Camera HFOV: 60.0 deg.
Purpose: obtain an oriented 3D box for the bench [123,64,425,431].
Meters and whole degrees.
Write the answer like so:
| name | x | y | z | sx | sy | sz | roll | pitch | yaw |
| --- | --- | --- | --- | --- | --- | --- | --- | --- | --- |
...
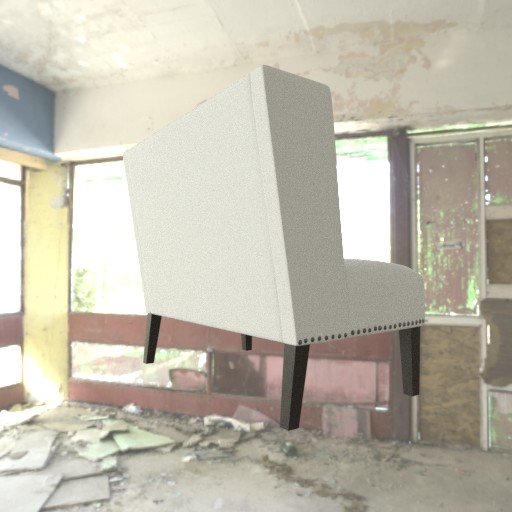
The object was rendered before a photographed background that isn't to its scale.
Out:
| name | x | y | z | sx | sy | sz | roll | pitch | yaw |
| --- | --- | --- | --- | --- | --- | --- | --- | --- | --- |
| bench | 0.000 | 0.000 | 2.066 | 0.847 | 1.123 | 1.280 | 1 | -2 | -35 |
